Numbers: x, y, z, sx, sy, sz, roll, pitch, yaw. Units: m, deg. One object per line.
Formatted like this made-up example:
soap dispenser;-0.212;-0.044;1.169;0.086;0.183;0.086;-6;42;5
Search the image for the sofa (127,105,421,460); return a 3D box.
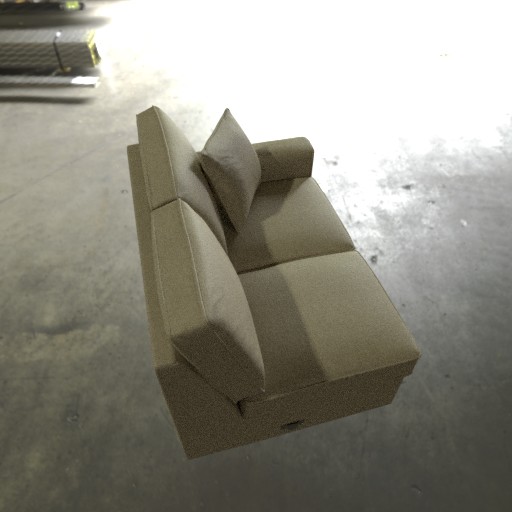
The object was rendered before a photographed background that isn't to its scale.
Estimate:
sofa;0.000;0.000;2.063;0.991;0.989;1.388;-11;48;-10
